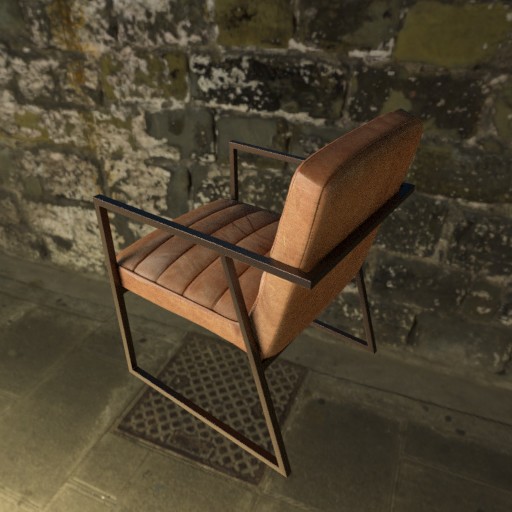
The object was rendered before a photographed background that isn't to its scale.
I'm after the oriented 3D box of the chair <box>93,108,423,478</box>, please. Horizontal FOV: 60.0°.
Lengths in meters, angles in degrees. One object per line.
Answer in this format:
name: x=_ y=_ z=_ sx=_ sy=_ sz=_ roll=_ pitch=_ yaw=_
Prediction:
chair: x=0.000 y=0.000 z=1.265 sx=0.677 sy=0.832 sz=0.571 roll=22 pitch=38 yaw=30
